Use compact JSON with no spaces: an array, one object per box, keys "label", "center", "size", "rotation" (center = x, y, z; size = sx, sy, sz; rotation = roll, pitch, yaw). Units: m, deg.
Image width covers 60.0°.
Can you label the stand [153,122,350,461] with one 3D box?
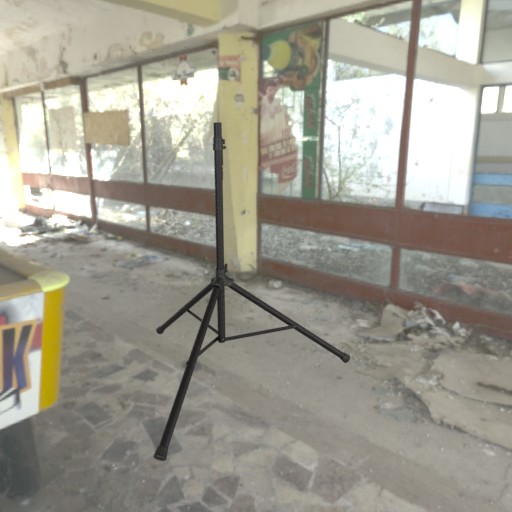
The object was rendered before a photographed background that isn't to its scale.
[{"label":"stand","center":[0.000,0.000,2.772],"size":[1.339,1.595,1.596],"rotation":[-3,14,-11]}]
